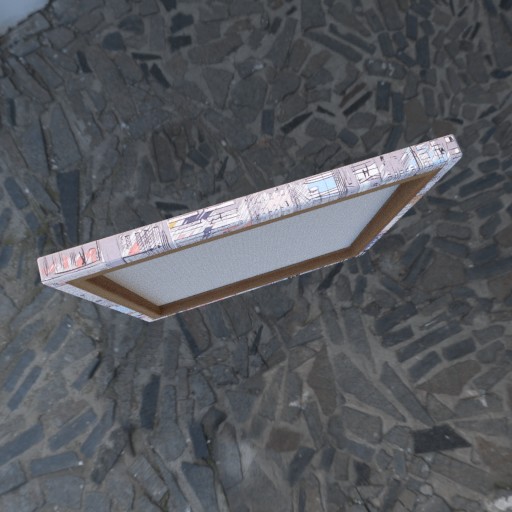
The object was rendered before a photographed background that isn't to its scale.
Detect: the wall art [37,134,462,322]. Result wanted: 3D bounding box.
[{"bbox_3d":[0.000,0.000,1.135,0.761,0.762,0.048,-17,77,-4],"label":"wall art"}]
